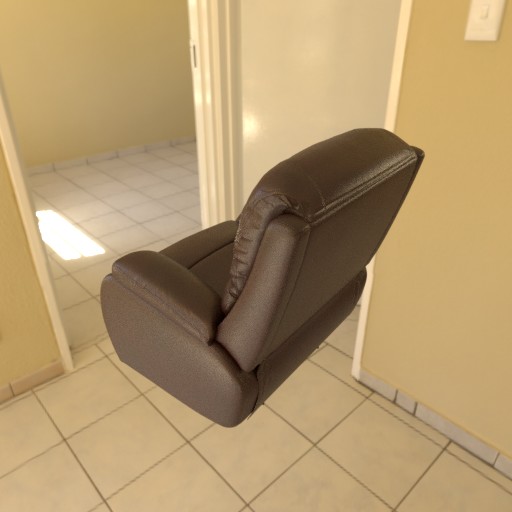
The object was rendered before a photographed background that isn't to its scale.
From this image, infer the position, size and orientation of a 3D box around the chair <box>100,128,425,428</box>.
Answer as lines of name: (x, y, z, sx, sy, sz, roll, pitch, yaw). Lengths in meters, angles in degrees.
chair: (0.000, 0.000, 1.737, 0.899, 1.011, 0.930, 21, 35, 32)
